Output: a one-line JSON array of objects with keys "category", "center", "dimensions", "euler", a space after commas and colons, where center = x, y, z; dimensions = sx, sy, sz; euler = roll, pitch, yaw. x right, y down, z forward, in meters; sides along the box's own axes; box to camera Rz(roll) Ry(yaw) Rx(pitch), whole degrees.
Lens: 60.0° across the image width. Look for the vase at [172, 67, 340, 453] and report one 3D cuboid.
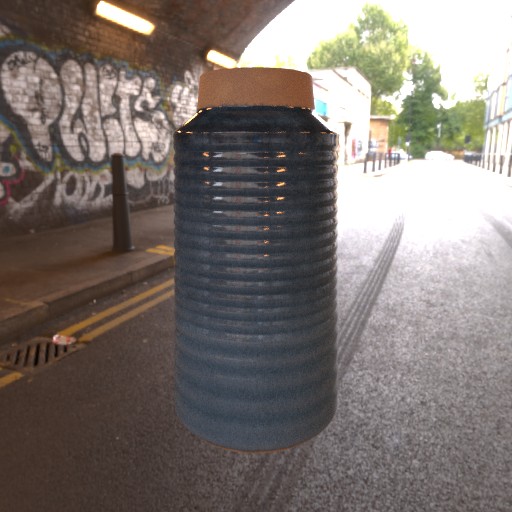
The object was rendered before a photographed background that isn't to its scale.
[{"category": "vase", "center": [0.000, 0.000, 0.417], "dimensions": [0.163, 0.316, 0.163], "euler": [0, 13, 0]}]
